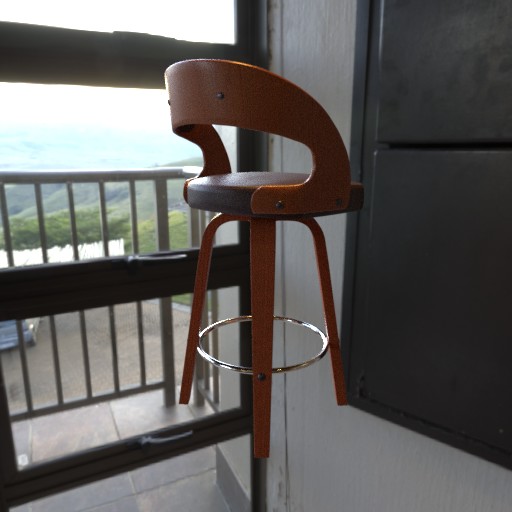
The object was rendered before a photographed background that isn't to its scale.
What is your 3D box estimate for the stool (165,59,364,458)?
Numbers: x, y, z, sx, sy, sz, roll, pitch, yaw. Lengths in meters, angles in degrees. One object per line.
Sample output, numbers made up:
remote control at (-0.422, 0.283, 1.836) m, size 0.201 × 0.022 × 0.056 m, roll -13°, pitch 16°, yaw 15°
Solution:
stool at (0.000, 0.000, 1.219) m, size 0.457 × 0.940 × 0.457 m, roll -13°, pitch 18°, yaw -42°
